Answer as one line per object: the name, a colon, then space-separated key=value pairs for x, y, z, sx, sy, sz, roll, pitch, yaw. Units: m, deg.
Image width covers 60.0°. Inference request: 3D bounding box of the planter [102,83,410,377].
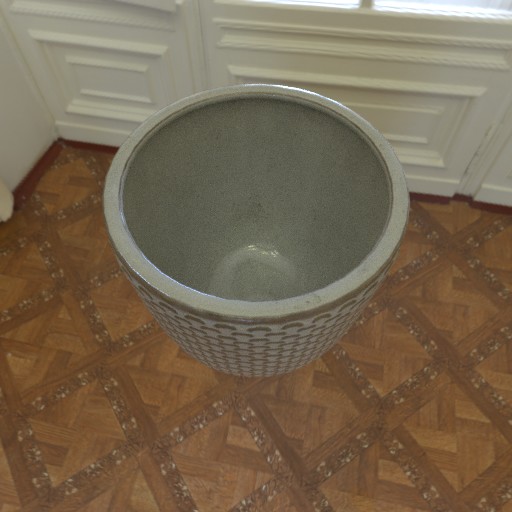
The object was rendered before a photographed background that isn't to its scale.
planter: x=0.000 y=0.000 z=0.254 sx=0.139 sy=0.130 sz=0.139 roll=0 pitch=58 yaw=0
